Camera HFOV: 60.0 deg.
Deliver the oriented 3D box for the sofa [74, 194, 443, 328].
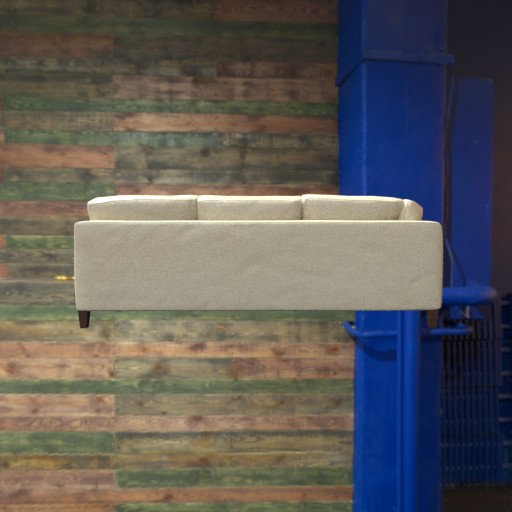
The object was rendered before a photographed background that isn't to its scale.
[{"bbox_3d":[0.000,0.000,4.678,2.593,0.947,3.302,0,1,-1],"label":"sofa"}]
